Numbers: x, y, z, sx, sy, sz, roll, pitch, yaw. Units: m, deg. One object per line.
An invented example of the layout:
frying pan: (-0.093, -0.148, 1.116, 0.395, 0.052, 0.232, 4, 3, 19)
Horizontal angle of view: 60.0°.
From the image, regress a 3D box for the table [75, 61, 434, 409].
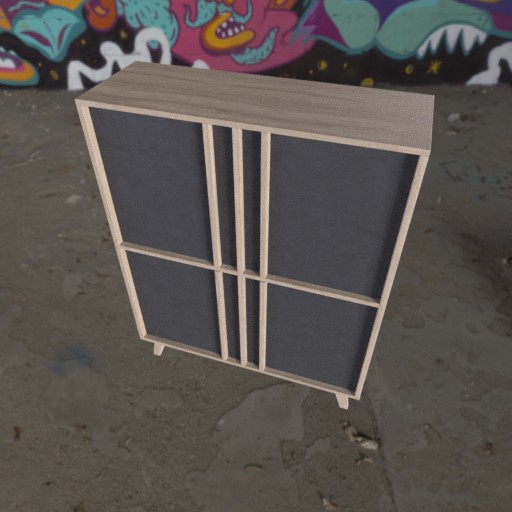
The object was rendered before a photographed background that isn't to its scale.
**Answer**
table: (0.000, 0.000, 1.911, 1.111, 1.388, 0.398, 12, 43, 13)
